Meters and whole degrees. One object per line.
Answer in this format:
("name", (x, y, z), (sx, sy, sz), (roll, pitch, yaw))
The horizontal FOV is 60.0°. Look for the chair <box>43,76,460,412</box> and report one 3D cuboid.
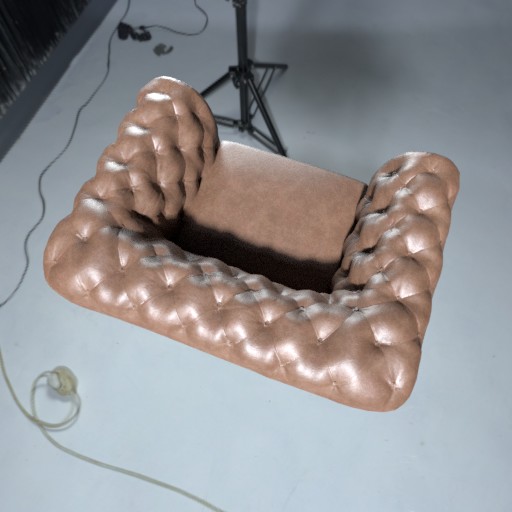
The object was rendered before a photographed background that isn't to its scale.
("chair", (0.000, 0.000, 1.811), (1.298, 0.784, 0.954), (19, 67, 8))
